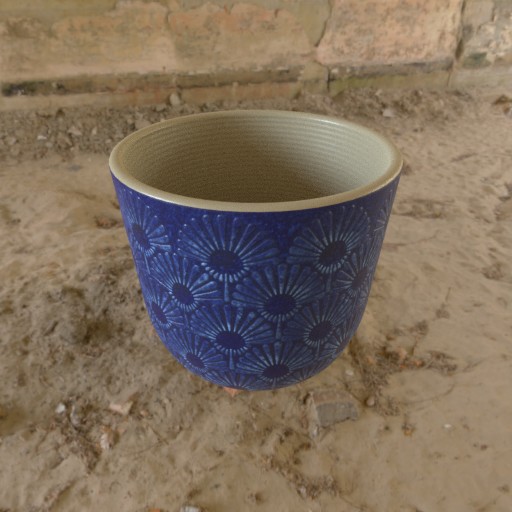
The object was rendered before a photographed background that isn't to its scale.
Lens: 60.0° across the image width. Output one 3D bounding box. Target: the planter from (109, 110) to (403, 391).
[{"bbox_3d":[0.000,0.000,0.372,0.206,0.190,0.206,0,32,0],"label":"planter"}]
